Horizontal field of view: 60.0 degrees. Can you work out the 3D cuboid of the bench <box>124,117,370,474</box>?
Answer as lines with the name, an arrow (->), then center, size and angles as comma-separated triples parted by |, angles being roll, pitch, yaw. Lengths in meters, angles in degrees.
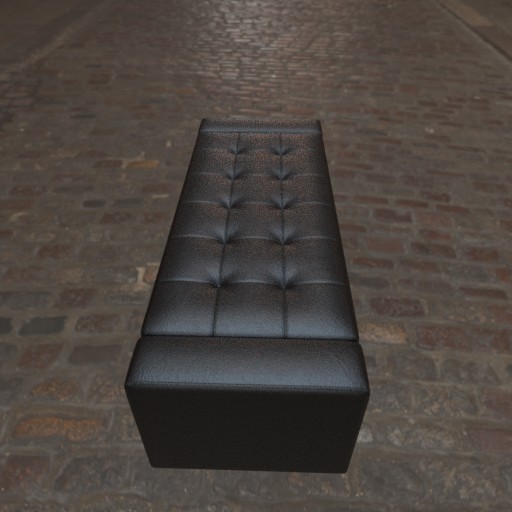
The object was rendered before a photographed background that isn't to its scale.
bench -> 0.000, 0.000, 1.504 | 0.508, 0.445, 1.296 | 1, 41, 1
